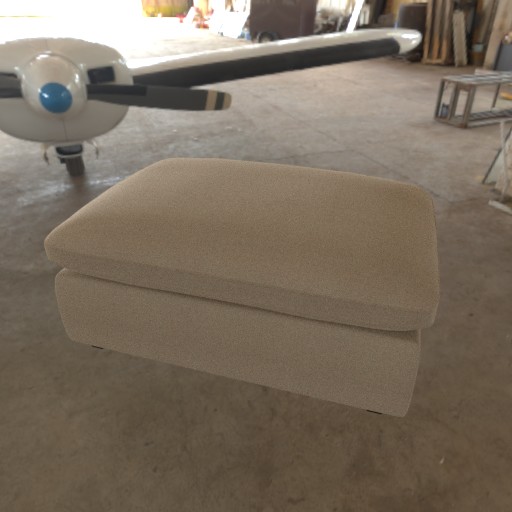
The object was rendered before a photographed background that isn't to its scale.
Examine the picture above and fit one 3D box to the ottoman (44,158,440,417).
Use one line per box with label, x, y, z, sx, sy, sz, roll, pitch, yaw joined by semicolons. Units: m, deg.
ottoman;0.000;0.000;1.347;0.984;0.453;0.686;9;32;15
